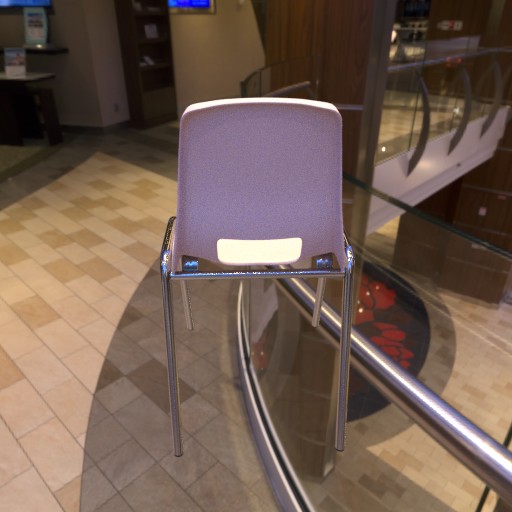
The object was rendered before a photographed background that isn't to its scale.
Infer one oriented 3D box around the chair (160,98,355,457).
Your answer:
[{"bbox_3d":[0.000,0.000,0.935,0.381,0.704,0.436,-1,29,-2],"label":"chair"}]
